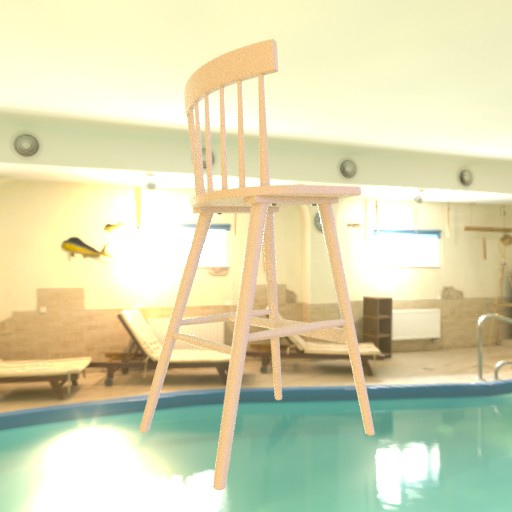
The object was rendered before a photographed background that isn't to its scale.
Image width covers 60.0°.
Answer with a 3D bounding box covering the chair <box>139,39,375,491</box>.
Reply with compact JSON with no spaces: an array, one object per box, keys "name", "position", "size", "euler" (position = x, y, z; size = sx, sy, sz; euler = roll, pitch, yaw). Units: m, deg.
[{"name":"chair","position":[0.000,0.000,1.374],"size":[0.572,1.092,0.483],"euler":[1,-1,-37]}]
